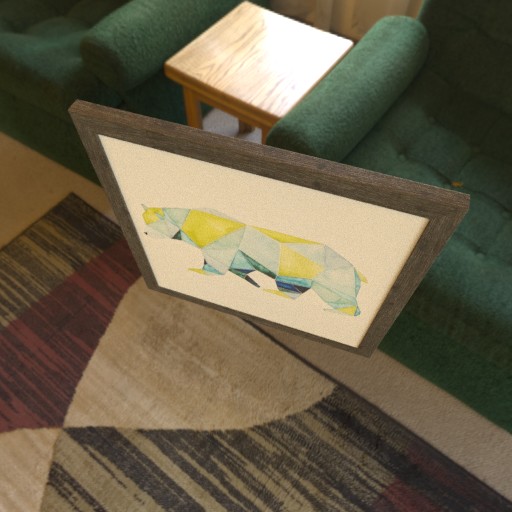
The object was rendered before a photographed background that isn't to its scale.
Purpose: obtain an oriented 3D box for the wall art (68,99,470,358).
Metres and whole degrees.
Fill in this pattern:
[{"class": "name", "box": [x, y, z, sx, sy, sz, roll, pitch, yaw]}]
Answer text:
[{"class": "wall art", "box": [0.000, 0.000, 0.688, 0.462, 0.459, 0.027, 16, 60, 10]}]
